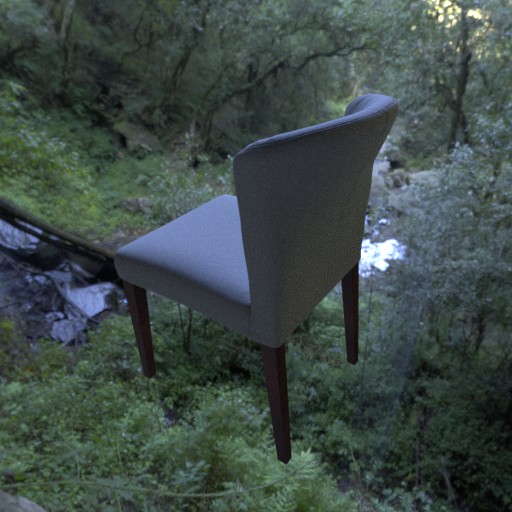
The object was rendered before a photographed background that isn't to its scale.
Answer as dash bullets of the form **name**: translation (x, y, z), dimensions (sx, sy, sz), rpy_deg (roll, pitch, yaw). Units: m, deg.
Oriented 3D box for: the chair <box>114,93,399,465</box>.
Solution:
- **chair**: translation (0.000, 0.000, 1.167), dimensions (0.592, 0.839, 0.491), rpy_deg (20, 37, 29)
